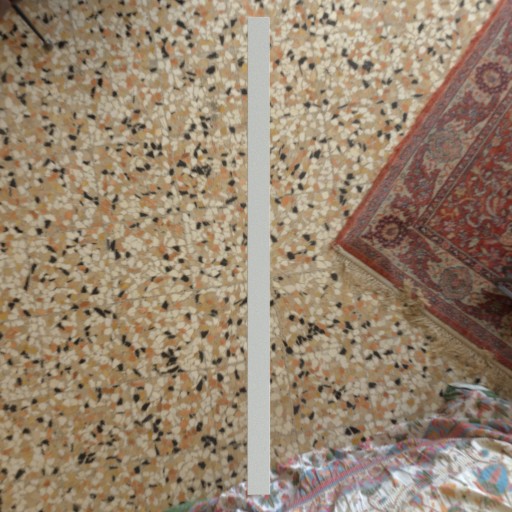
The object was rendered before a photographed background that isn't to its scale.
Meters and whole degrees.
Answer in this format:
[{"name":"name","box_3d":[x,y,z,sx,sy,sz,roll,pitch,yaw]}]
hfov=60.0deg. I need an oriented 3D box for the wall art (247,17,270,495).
[{"name":"wall art","box_3d":[0.000,0.000,0.968,0.038,0.431,0.812,0,89,-1]}]
